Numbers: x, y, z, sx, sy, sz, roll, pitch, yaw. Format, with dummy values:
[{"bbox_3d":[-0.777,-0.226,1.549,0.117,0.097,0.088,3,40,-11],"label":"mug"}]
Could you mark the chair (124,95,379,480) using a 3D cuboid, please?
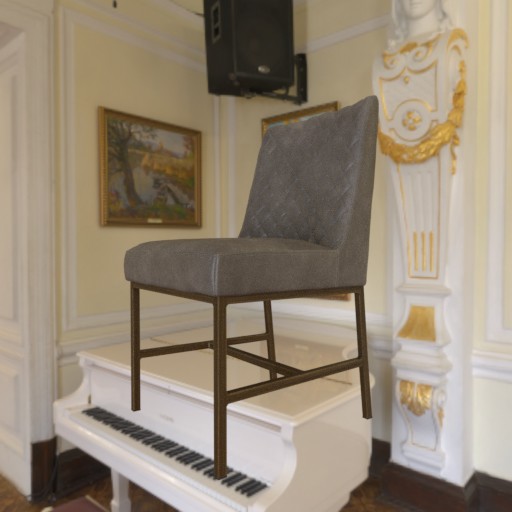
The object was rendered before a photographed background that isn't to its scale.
[{"bbox_3d":[0.000,0.000,1.238,0.587,0.889,0.508,-1,2,-37],"label":"chair"}]
